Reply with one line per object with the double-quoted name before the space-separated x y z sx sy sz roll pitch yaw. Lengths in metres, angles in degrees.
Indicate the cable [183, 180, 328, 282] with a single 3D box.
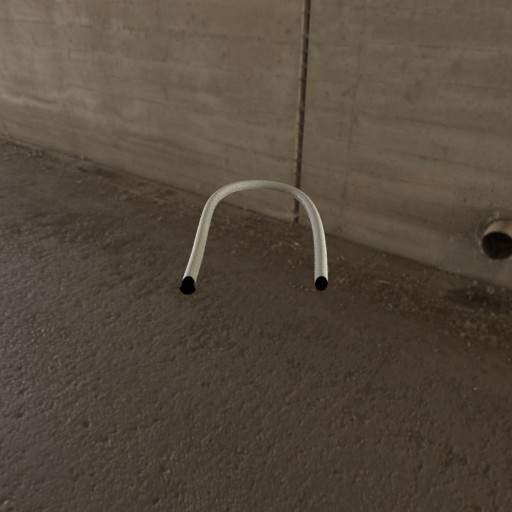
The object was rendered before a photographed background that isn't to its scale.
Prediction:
"cable" 0.000 0.000 0.110 0.041 0.005 0.098 1 31 2
